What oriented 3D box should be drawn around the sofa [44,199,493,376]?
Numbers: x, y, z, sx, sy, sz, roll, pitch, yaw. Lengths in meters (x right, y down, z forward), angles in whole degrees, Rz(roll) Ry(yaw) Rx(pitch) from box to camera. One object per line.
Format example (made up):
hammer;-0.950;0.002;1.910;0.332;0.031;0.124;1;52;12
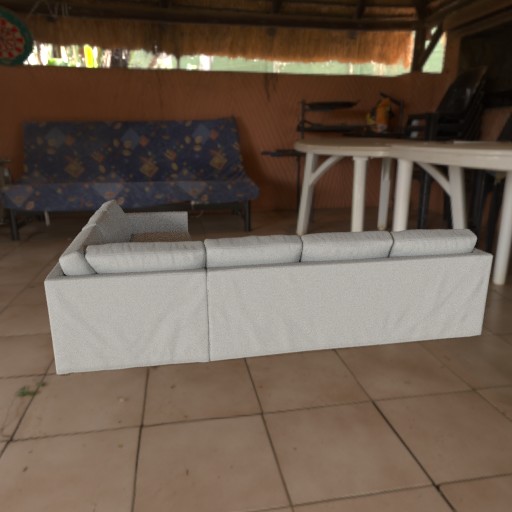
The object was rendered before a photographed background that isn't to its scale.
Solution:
sofa;0.000;0.000;4.243;3.182;0.871;2.432;-3;16;-11
